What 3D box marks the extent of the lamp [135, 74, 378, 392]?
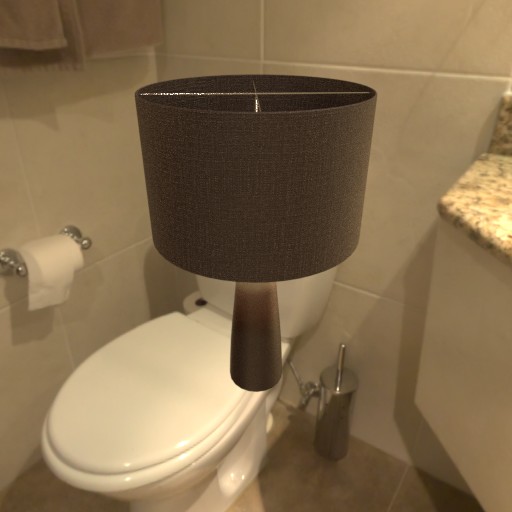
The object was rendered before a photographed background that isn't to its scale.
[{"bbox_3d":[0.000,0.000,0.685,0.303,0.488,0.303,0,29,0],"label":"lamp"}]
